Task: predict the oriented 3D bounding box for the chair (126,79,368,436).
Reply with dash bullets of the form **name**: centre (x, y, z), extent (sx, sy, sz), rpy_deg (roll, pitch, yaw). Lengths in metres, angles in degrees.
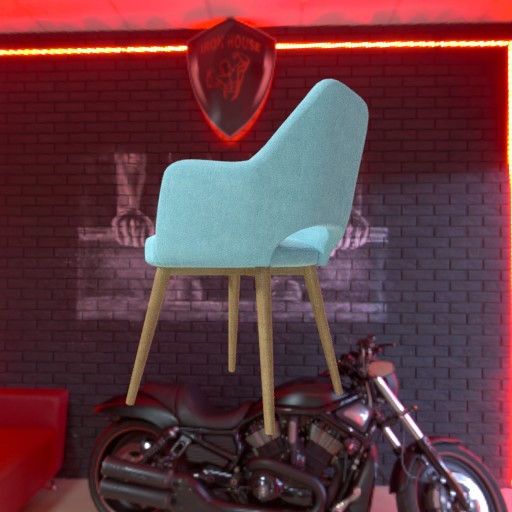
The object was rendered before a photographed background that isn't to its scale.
- **chair**: centre (0.000, 0.000, 1.281), extent (0.610, 0.840, 0.590), rpy_deg (-1, -1, 35)
